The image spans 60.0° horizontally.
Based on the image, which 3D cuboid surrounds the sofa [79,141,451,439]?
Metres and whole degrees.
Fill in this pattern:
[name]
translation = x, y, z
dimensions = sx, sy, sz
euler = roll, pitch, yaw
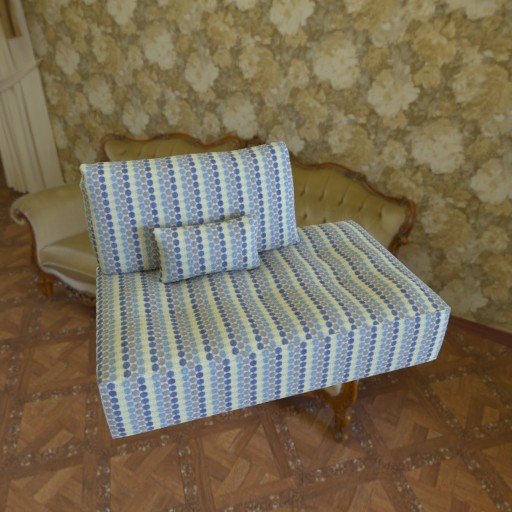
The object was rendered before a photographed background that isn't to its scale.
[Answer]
[sofa]
translation = 0.000, 0.000, 2.024
dimensions = 1.450, 0.820, 1.000
euler = -9, 32, -15
